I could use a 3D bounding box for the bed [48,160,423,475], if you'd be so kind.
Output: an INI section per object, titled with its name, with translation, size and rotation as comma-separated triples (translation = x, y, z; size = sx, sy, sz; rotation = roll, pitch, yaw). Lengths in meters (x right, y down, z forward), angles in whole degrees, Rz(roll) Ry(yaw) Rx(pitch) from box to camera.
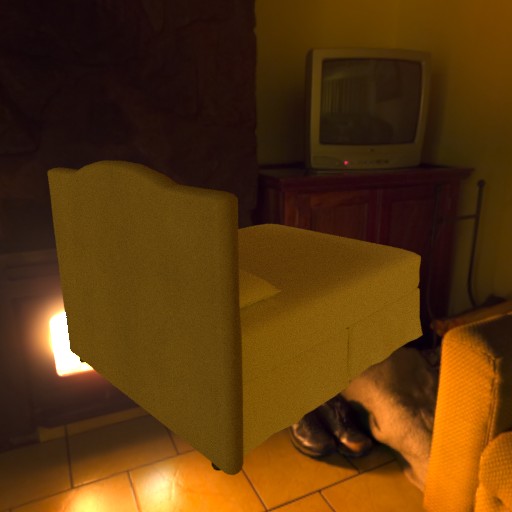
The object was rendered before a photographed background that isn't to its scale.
[bed]
translation = 0.000, 0.000, 3.166
size = 1.744, 1.441, 2.128
rotation = 15, 22, 42
